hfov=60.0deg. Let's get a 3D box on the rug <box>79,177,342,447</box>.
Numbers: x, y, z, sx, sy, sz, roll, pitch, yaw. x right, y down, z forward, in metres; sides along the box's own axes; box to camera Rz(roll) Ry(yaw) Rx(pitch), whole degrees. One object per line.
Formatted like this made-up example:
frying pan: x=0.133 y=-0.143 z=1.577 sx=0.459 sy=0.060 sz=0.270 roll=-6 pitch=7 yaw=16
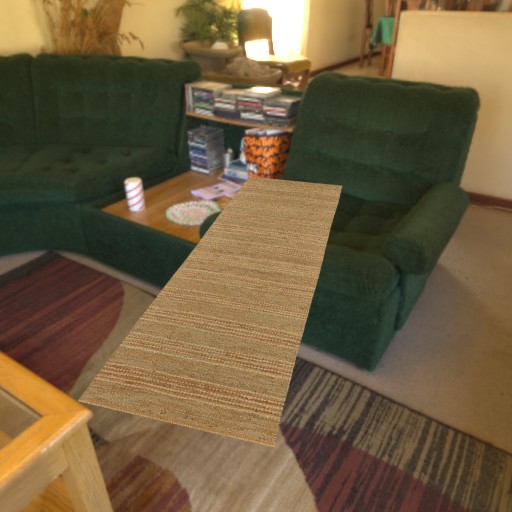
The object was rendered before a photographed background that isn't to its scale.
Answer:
rug: x=0.000 y=0.000 z=2.636 sx=0.783 sy=0.006 sz=2.438 roll=8 pitch=32 yaw=13
